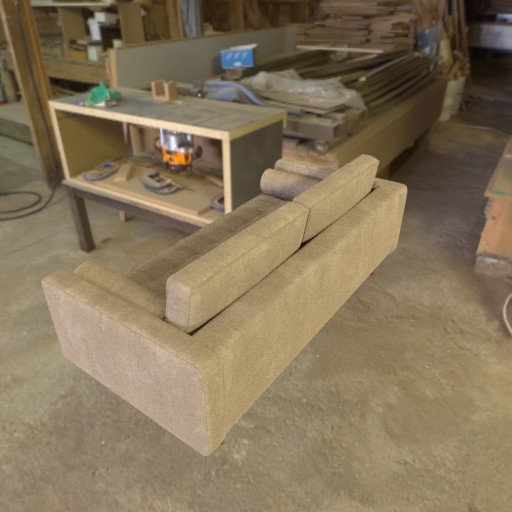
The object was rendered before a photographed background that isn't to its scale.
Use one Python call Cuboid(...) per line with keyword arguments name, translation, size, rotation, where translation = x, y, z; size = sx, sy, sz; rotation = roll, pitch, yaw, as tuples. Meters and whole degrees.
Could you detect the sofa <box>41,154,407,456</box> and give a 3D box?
Cuboid(name="sofa", translation=(0.000, 0.000, 2.330), size=(0.920, 0.769, 1.883), rotation=(21, 37, 30))
